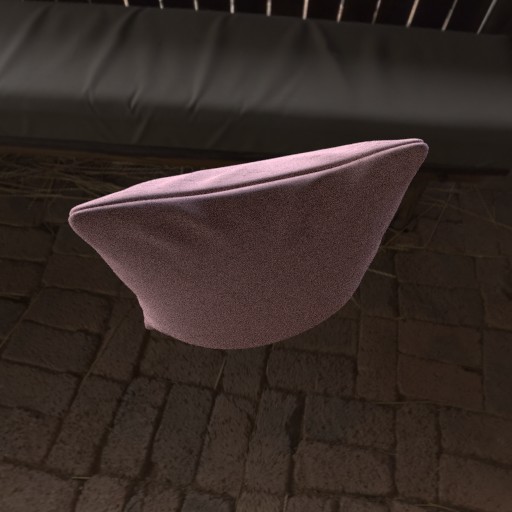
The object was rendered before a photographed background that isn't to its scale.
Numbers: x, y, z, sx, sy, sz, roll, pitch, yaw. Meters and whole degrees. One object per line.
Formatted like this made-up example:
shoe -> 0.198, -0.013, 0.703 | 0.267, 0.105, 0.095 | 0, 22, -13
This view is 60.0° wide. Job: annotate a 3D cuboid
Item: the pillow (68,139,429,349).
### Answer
pillow -> 0.000, 0.000, 0.690 | 0.432, 0.415, 0.246 | -12, 64, -6
